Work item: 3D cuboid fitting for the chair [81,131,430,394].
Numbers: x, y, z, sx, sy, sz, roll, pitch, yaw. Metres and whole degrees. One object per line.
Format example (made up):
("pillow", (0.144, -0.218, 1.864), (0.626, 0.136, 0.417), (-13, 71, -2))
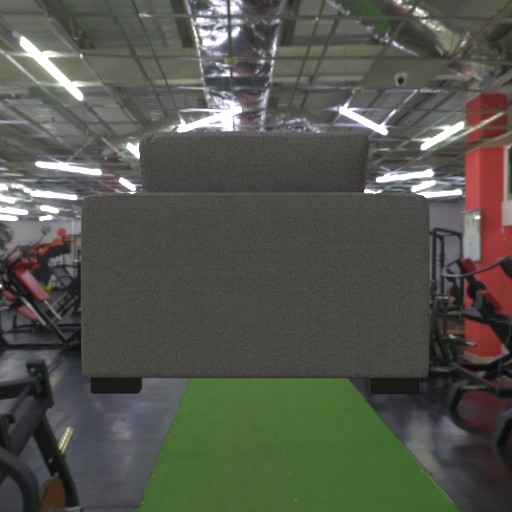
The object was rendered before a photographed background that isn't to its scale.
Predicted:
("chair", (0.000, 0.000, 1.890), (1.070, 0.847, 1.100), (0, 0, 0))
